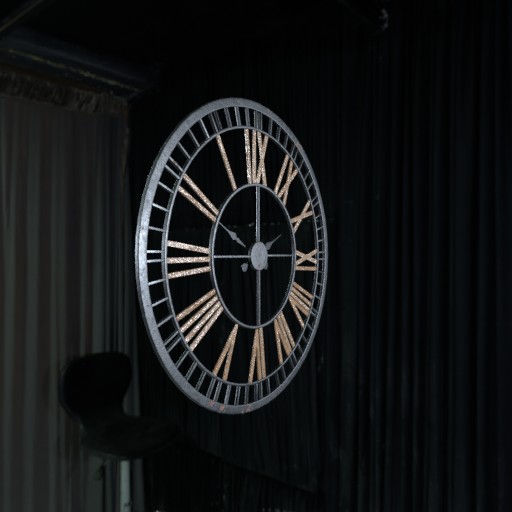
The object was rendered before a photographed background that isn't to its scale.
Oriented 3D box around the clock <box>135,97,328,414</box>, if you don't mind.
[{"bbox_3d":[0.000,0.000,1.234,0.025,0.843,0.843,0,0,36],"label":"clock"}]
